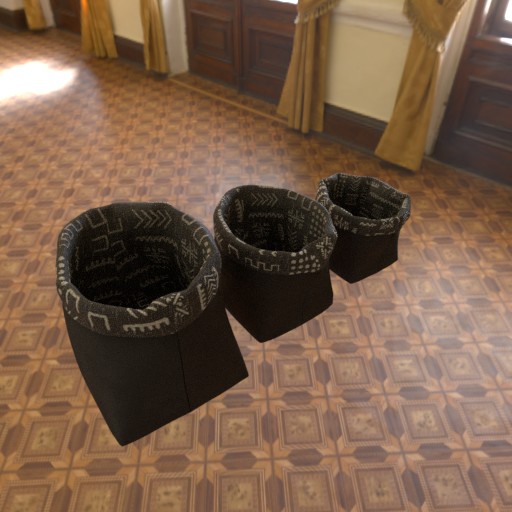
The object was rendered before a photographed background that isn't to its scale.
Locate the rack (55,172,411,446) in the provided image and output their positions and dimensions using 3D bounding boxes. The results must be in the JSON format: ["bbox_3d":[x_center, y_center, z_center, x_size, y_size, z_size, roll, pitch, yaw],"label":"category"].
[{"bbox_3d":[0.000,0.000,1.069,0.905,0.323,0.379,-25,47,-26],"label":"rack"}]
